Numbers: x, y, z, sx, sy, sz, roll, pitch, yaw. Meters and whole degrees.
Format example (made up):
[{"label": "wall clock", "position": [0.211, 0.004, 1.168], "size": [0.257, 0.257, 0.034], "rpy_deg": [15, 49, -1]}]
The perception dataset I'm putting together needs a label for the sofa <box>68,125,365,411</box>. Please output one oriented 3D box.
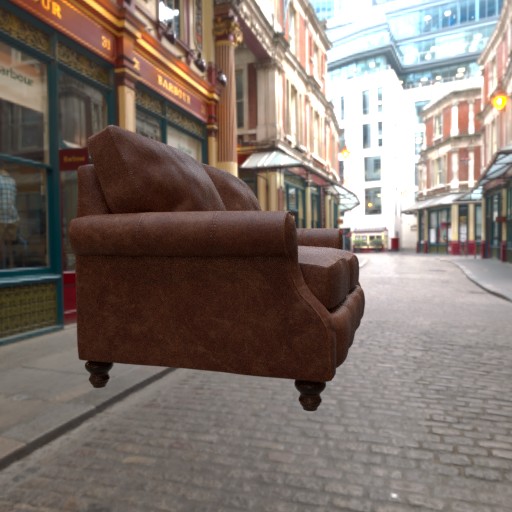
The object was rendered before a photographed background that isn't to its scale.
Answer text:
[{"label": "sofa", "position": [0.000, 0.000, 2.172], "size": [0.990, 0.967, 1.616], "rpy_deg": [0, 1, 17]}]
